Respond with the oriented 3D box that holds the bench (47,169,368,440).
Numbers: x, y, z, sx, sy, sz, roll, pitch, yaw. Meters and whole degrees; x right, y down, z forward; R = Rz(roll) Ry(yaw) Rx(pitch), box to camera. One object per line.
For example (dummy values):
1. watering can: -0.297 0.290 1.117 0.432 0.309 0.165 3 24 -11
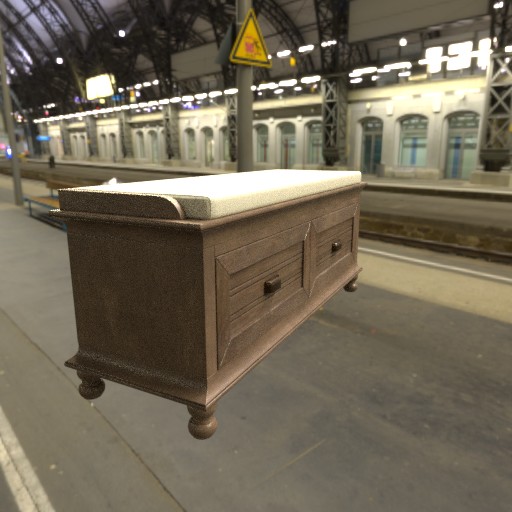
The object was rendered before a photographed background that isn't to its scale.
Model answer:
1. bench: 0.000 0.000 1.428 0.402 0.501 1.185 7 15 27
